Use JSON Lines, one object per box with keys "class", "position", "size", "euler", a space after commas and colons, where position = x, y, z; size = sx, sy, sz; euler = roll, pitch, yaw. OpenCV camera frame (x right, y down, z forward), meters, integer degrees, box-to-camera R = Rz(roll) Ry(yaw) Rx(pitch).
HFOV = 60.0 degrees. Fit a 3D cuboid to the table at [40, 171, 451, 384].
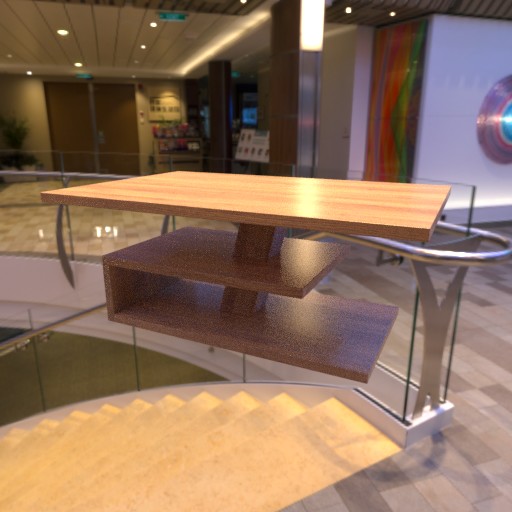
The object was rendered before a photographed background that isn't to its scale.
{"class": "table", "position": [0.000, 0.000, 1.462], "size": [1.100, 0.442, 0.700], "euler": [8, 18, 25]}
